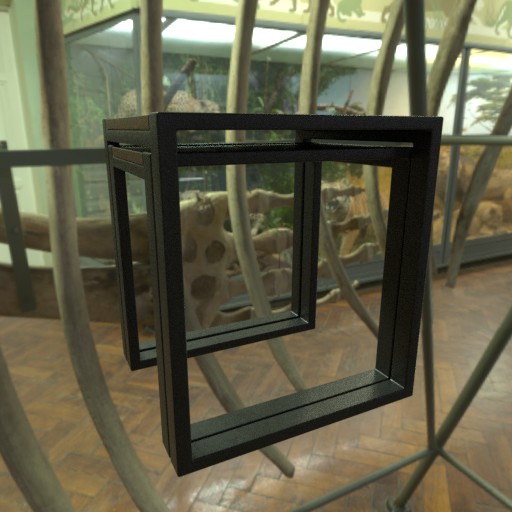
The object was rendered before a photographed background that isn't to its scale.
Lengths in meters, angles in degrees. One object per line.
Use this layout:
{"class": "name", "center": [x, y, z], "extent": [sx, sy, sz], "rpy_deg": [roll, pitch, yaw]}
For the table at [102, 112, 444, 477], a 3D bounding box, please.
{"class": "table", "center": [0.000, 0.000, 0.922], "extent": [0.500, 0.550, 0.449], "rpy_deg": [-8, 18, -26]}
